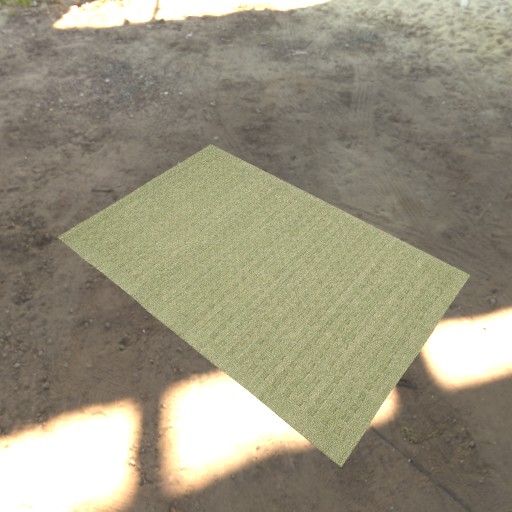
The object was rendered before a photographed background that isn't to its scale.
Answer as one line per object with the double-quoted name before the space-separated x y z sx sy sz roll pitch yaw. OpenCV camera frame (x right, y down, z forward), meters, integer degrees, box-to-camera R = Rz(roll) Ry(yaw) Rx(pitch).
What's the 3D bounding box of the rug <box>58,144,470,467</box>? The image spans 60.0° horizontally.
"rug" 0.000 0.000 2.220 1.747 0.006 1.143 32 55 26
